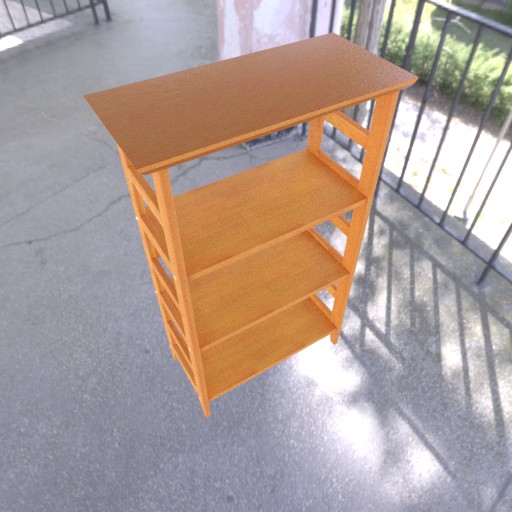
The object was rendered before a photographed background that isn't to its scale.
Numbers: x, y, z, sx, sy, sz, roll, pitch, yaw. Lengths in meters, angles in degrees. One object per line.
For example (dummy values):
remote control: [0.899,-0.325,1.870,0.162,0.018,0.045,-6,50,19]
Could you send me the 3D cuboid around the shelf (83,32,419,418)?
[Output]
shelf: [0.000,0.000,1.342,0.660,1.067,0.305,-24,51,-21]
